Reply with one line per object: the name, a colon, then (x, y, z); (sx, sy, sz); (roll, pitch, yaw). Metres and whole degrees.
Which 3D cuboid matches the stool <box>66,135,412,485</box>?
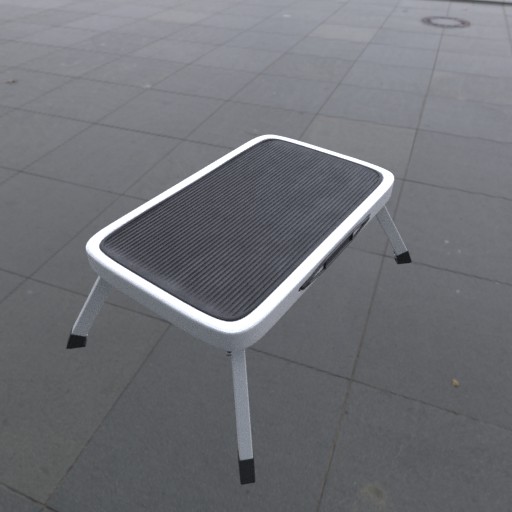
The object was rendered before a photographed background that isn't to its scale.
stool: (0.000, 0.000, 0.620); (0.320, 0.170, 0.460); (25, 46, 27)
